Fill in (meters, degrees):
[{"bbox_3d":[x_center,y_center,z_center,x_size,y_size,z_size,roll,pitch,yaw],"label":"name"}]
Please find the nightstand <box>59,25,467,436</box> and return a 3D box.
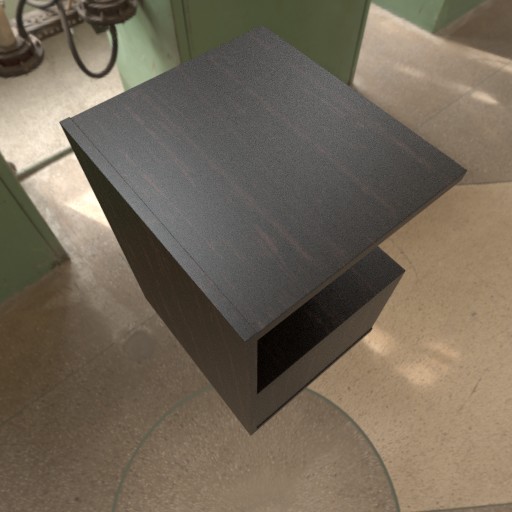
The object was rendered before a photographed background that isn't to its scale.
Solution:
[{"bbox_3d":[0.000,0.000,0.812,0.356,0.559,0.400,-35,65,-19],"label":"nightstand"}]
